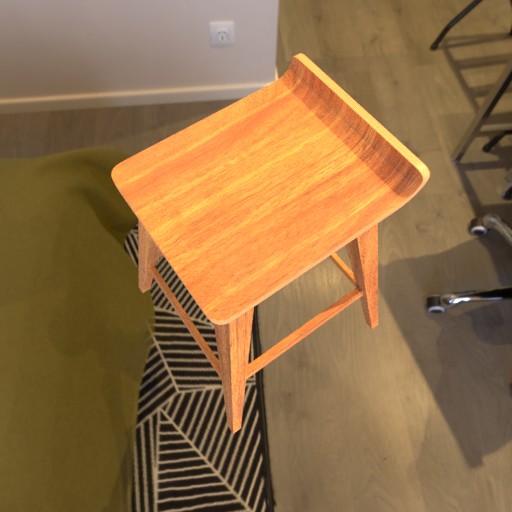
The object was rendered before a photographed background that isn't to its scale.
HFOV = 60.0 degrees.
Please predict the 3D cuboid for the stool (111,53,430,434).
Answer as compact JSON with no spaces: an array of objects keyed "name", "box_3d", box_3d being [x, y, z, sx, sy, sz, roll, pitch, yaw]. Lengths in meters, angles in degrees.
[{"name":"stool","box_3d":[0.000,0.000,1.002,0.500,0.650,0.500,-33,68,-15]}]
